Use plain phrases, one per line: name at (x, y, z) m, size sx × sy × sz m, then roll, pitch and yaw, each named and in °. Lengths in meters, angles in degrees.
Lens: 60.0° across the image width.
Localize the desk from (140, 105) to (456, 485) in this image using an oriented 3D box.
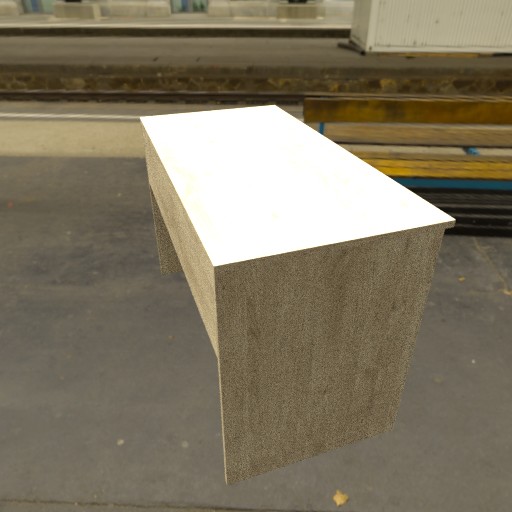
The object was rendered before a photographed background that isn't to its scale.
desk at (0.000, 0.000, 1.547) m, size 0.560 × 0.730 × 1.100 m, roll -11°, pitch 34°, yaw -16°
